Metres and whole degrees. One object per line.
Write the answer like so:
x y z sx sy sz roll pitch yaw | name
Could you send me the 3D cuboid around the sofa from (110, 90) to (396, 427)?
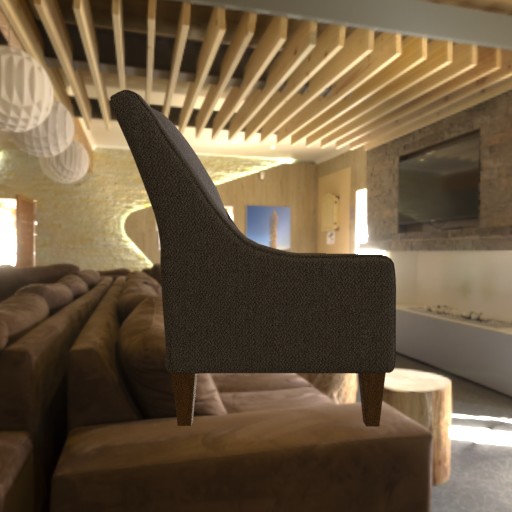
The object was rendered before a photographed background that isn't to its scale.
0.000 0.000 1.922 0.873 1.022 1.242 0 1 0 | sofa
